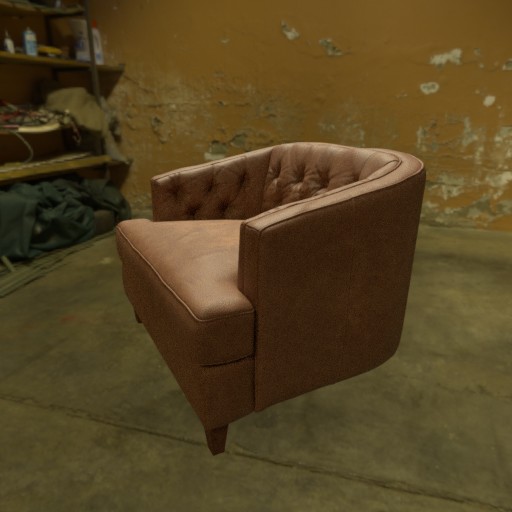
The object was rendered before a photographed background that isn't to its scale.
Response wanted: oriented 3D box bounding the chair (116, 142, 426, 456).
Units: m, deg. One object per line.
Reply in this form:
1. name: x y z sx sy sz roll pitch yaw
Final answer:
1. chair: 0.000 0.000 1.762 0.911 0.836 1.119 -9 20 -26
